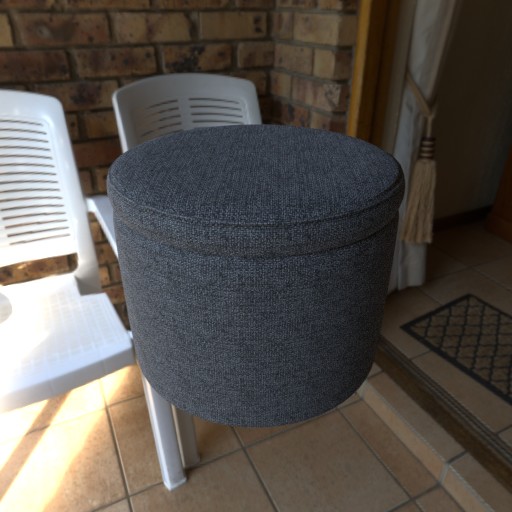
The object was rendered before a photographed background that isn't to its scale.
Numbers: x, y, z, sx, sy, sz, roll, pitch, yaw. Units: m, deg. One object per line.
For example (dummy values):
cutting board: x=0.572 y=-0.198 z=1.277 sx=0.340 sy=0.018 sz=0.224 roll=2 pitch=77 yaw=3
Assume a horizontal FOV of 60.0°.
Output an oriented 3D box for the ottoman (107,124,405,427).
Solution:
ottoman: x=0.000 y=0.000 z=0.887 sx=0.520 sy=0.430 sz=0.520 roll=0 pitch=30 yaw=0
